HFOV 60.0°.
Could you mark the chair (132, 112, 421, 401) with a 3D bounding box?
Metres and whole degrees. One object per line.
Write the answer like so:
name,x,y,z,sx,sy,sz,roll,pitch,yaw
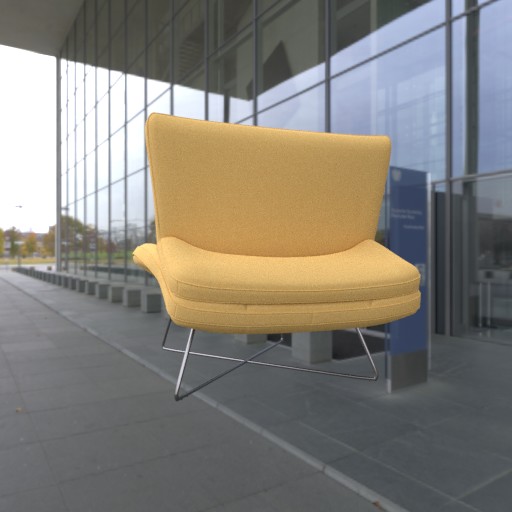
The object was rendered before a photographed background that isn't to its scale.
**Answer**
chair,0.000,0.000,1.668,0.859,0.855,1.008,0,0,-18
